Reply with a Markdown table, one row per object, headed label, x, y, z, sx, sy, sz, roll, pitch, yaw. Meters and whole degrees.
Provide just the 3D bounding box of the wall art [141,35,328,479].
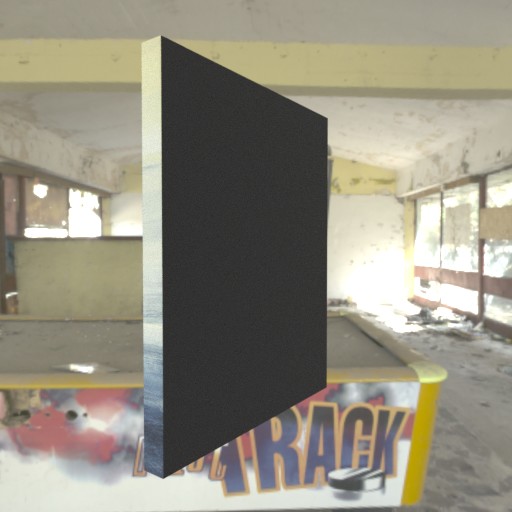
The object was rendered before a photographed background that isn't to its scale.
| label | x | y | z | sx | sy | sz | roll | pitch | yaw |
| --- | --- | --- | --- | --- | --- | --- | --- | --- | --- |
| wall art | 0.000 | 0.000 | 0.816 | 0.040 | 0.608 | 0.489 | 1 | 2 | 36 |
